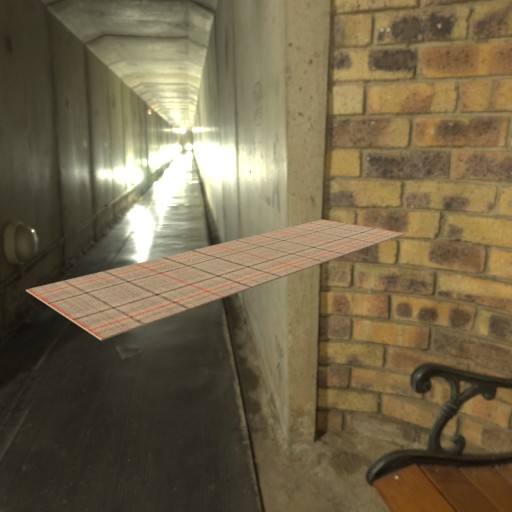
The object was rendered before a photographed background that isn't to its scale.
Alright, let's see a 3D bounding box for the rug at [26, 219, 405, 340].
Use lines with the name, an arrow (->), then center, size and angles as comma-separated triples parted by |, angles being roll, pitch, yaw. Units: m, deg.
rug -> 0.000, 0.000, 2.749 | 0.762, 0.008, 2.439 | 15, 22, 42
